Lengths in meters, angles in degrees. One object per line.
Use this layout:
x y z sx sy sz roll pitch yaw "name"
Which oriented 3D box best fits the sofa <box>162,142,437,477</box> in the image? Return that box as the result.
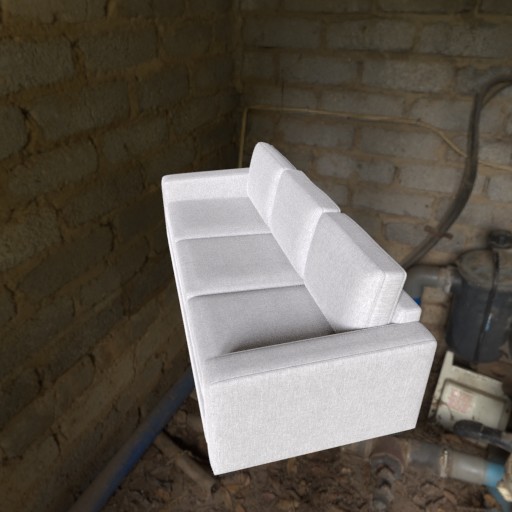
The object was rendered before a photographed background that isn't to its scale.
0.000 0.000 2.532 0.900 0.800 2.120 -7 31 -13 "sofa"
